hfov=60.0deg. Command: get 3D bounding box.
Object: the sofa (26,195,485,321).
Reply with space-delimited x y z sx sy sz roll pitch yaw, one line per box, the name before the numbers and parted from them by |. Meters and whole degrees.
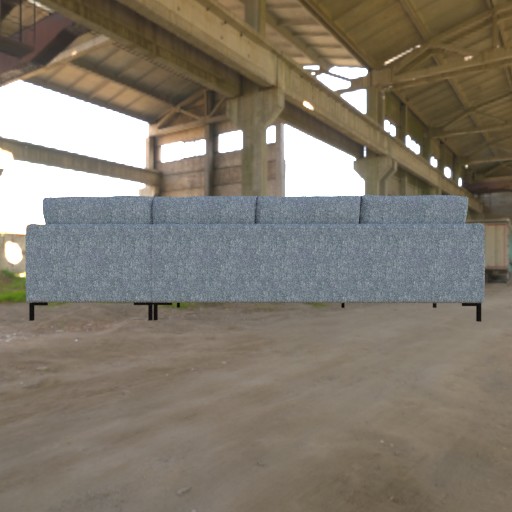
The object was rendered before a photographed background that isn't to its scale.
sofa | 0.000 0.000 3.504 2.737 0.756 1.879 0 0 1
